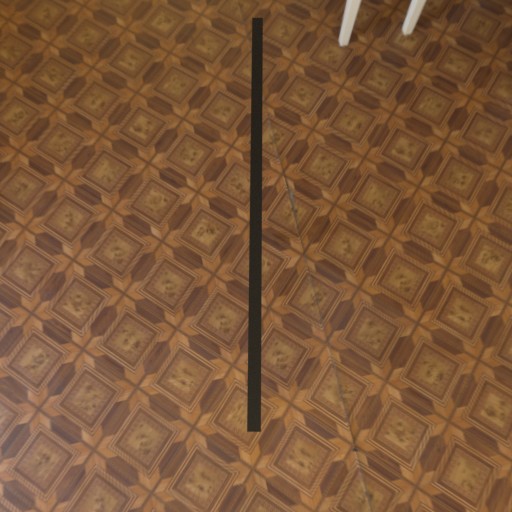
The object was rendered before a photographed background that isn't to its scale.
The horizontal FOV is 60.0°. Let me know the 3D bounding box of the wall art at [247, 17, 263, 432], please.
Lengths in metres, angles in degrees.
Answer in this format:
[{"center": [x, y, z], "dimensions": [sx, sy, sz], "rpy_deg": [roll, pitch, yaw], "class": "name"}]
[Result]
[{"center": [0.000, 0.000, 1.205], "dimensions": [0.022, 0.807, 0.807], "rpy_deg": [0, 74, 0], "class": "wall art"}]
